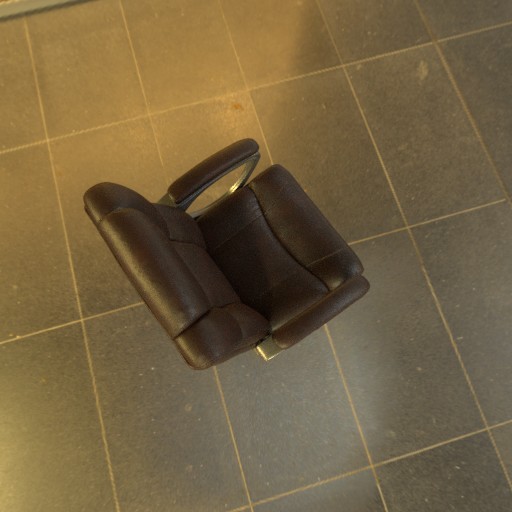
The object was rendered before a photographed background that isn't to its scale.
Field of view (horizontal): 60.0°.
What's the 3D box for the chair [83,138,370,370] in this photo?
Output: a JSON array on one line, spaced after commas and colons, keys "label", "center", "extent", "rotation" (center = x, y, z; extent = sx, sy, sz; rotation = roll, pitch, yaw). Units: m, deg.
[{"label": "chair", "center": [0.000, 0.000, 1.544], "extent": [0.692, 1.128, 0.656], "rotation": [-35, 78, -9]}]
